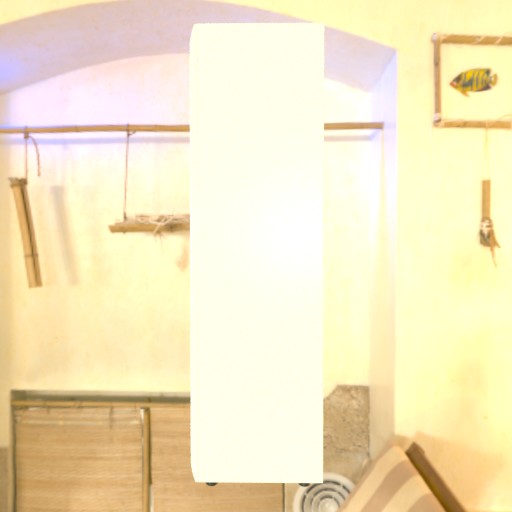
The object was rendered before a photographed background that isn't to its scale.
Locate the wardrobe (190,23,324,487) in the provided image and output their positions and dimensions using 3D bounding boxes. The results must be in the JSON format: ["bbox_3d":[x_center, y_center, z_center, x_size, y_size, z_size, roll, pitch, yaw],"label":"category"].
[{"bbox_3d":[0.000,0.000,1.588,0.360,1.200,0.900,0,1,1],"label":"wardrobe"}]
